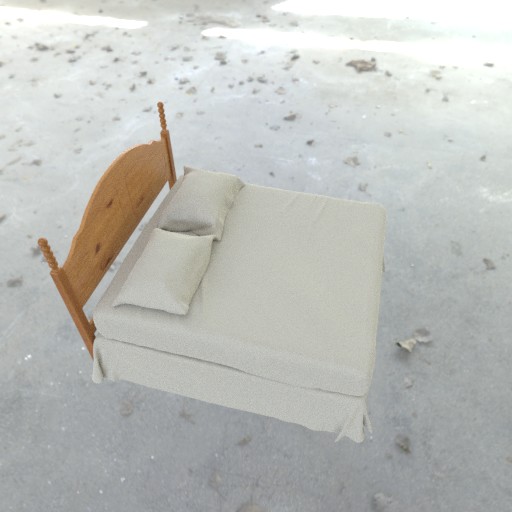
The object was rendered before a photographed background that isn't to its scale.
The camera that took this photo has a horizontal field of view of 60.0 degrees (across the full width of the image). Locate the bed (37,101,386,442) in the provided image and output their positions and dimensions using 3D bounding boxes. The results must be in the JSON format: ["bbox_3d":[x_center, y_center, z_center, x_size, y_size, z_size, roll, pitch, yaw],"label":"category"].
[{"bbox_3d":[0.000,0.000,3.239,2.040,1.356,1.873,11,47,10],"label":"bed"}]
